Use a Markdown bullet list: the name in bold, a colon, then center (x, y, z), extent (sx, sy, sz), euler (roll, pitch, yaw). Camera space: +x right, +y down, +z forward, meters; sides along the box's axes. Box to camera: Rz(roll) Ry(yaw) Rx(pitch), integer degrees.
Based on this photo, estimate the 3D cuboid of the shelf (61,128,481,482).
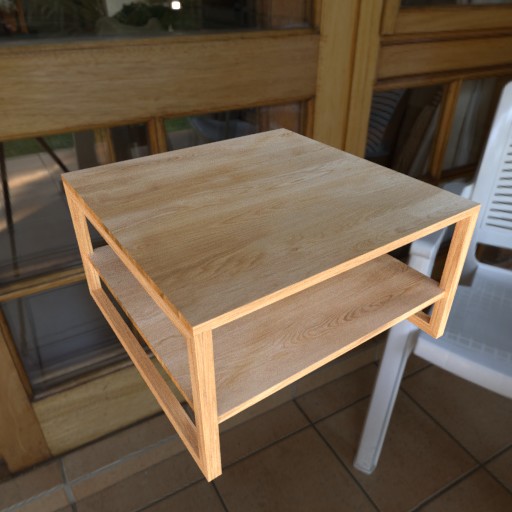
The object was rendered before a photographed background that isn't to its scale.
- **shelf**: center (0.000, 0.000, 1.451), extent (0.899, 0.480, 0.899), euler (-20, 37, -29)
